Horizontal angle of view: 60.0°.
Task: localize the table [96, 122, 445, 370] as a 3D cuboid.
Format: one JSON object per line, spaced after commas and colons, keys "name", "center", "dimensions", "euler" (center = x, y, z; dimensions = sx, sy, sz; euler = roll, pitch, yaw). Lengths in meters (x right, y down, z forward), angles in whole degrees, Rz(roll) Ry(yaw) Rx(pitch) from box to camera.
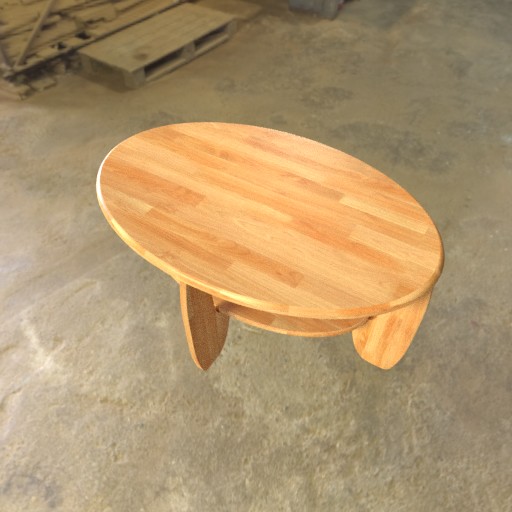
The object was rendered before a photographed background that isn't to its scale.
{"name": "table", "center": [0.000, 0.000, 1.400], "dimensions": [1.040, 0.490, 0.690], "euler": [25, 52, 21]}
